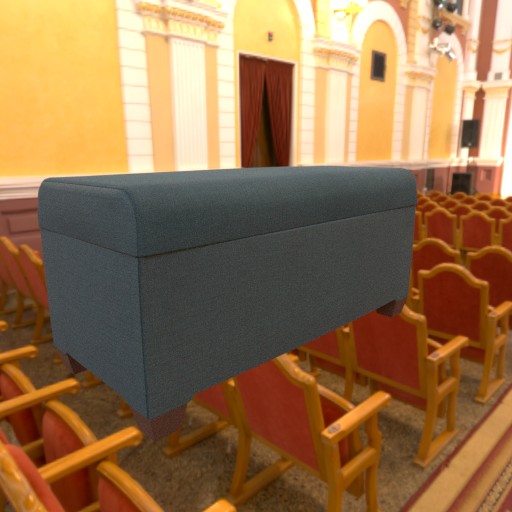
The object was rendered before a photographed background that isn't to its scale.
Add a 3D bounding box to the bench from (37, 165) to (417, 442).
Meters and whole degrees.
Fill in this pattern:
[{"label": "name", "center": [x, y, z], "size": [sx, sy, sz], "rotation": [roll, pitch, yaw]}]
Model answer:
[{"label": "bench", "center": [0.000, 0.000, 1.223], "size": [0.995, 0.474, 0.476], "rotation": [-13, 19, -43]}]
